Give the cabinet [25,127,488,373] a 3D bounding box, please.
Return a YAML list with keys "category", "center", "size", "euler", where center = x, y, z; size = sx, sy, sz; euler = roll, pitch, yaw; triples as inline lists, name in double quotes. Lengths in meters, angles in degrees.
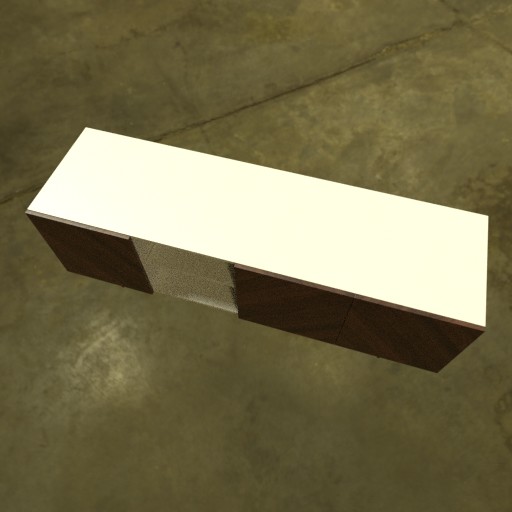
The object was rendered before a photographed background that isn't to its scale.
- category: "cabinet"
  center: [0.000, 0.000, 1.717]
  size: [1.499, 0.533, 0.431]
  euler: [14, 59, 9]
